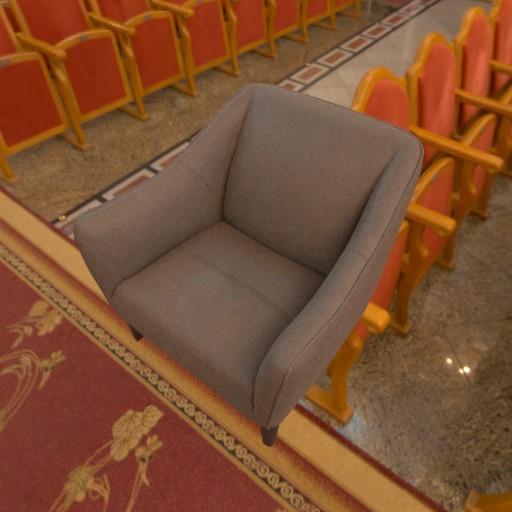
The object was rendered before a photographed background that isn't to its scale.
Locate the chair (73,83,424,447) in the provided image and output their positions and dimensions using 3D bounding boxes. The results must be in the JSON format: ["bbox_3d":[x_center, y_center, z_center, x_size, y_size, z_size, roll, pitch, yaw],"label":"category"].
[{"bbox_3d":[0.000,0.000,1.564,0.871,0.830,0.852,30,52,27],"label":"chair"}]
